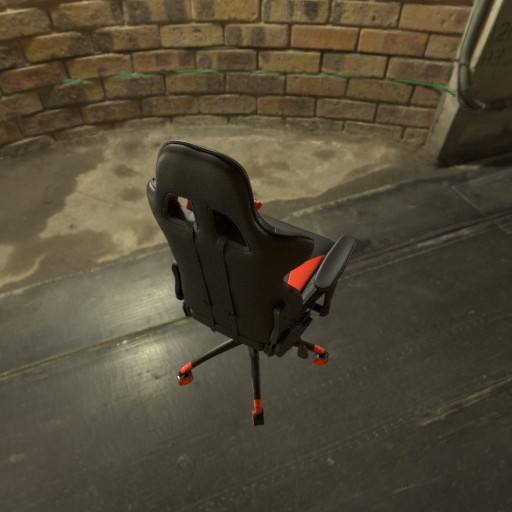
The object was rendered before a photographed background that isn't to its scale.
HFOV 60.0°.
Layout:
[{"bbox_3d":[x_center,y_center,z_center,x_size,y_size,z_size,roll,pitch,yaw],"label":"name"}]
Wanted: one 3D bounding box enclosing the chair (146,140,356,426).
[{"bbox_3d":[0.000,0.000,1.706,0.695,1.282,0.730,22,51,20],"label":"chair"}]
